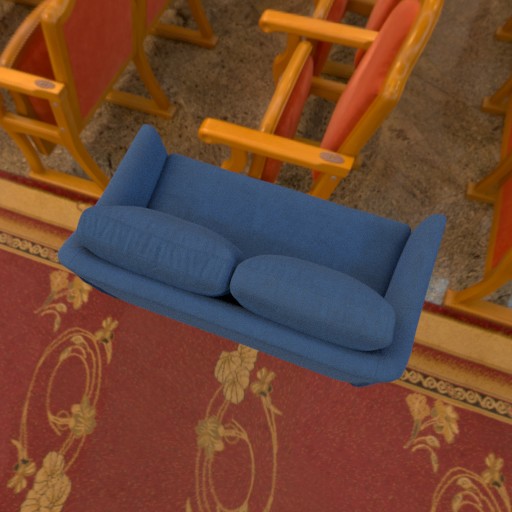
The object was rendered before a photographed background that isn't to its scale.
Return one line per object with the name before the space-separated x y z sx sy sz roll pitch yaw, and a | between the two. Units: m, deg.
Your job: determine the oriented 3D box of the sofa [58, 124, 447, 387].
sofa | 0.000 0.000 2.172 1.619 0.902 0.960 19 65 9
